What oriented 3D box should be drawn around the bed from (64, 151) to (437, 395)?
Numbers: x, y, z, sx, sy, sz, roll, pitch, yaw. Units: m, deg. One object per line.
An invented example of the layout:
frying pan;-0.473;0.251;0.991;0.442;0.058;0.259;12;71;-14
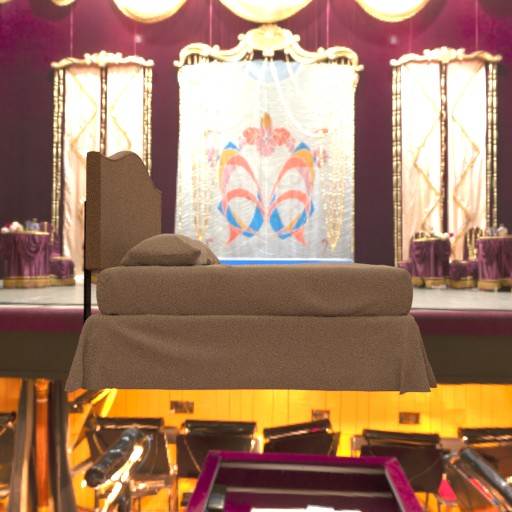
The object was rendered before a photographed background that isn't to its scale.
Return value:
bed;0.000;0.000;3.507;2.221;1.645;1.876;0;-1;2
